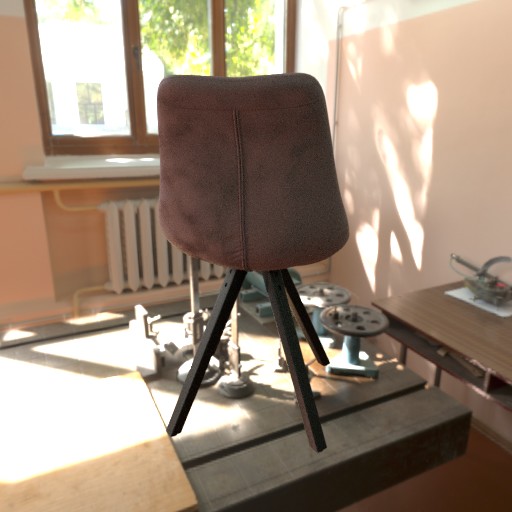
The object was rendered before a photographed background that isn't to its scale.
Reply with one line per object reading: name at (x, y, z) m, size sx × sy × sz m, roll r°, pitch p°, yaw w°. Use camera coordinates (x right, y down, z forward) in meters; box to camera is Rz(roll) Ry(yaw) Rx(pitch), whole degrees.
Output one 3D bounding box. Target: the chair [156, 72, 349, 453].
chair at (0.000, 0.000, 1.195) m, size 0.483 × 0.865 × 0.547 m, roll 3°, pitch 17°, yaw 8°
